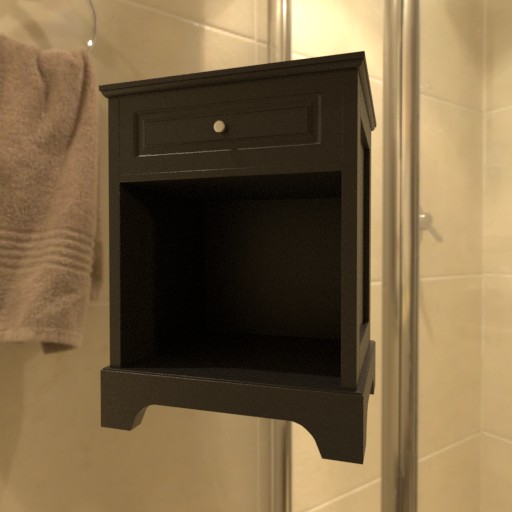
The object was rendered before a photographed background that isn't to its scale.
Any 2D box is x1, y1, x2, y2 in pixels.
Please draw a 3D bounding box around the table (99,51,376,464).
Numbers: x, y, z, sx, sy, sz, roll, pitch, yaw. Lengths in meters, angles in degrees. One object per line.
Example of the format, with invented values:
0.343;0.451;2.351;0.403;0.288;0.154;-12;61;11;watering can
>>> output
0.000;0.000;0.911;0.460;0.610;0.399;0;1;18;table
